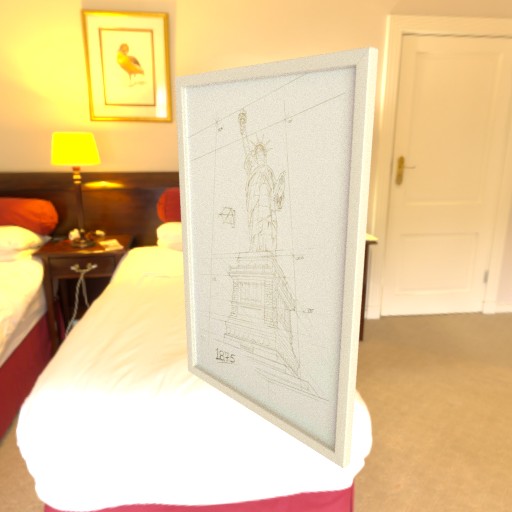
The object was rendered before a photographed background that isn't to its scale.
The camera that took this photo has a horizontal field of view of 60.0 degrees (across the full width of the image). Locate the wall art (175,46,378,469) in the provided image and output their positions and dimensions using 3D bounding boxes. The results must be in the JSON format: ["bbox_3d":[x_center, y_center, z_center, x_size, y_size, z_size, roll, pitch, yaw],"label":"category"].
[{"bbox_3d":[0.000,0.000,1.483,0.038,1.183,0.808,-14,21,-42],"label":"wall art"}]
